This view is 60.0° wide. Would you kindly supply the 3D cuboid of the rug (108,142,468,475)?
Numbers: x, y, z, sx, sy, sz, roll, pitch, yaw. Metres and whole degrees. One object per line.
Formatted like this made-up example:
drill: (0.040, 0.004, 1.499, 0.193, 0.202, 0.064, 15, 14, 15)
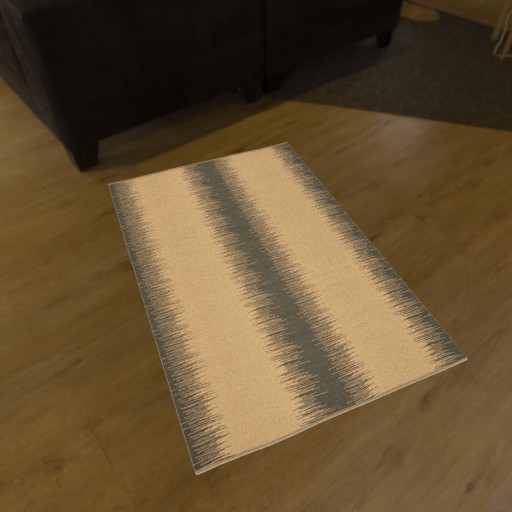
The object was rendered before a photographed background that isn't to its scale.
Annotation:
rug: (0.000, 0.000, 2.346, 1.234, 0.006, 1.854, -17, 49, -15)
